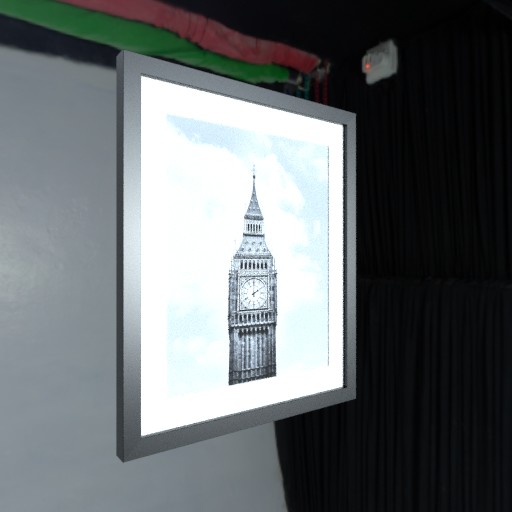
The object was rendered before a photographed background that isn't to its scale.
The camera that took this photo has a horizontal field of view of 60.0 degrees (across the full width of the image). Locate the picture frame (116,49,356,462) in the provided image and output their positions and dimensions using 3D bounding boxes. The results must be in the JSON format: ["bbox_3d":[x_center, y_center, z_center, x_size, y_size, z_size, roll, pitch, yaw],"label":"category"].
[{"bbox_3d":[0.000,0.000,0.742,0.460,0.556,0.028,0,0,-36],"label":"picture frame"}]
